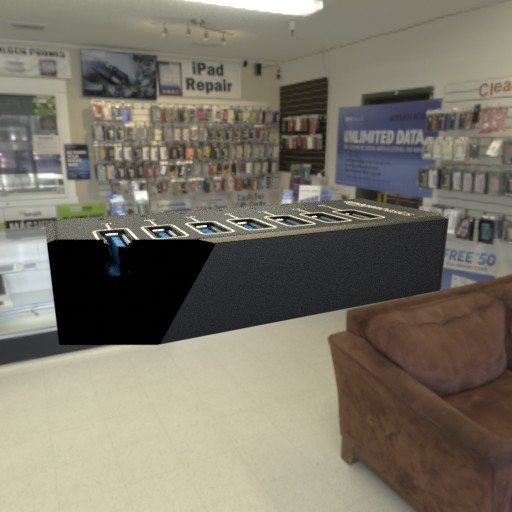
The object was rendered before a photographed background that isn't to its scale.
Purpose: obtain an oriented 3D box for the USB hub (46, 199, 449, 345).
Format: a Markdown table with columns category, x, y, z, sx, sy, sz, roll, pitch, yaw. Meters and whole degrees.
| category | x | y | z | sx | sy | sz | roll | pitch | yaw |
| --- | --- | --- | --- | --- | --- | --- | --- | --- | --- |
| USB hub | 0.000 | 0.000 | 0.130 | 0.110 | 0.023 | 0.044 | -7 | 17 | -24 |
